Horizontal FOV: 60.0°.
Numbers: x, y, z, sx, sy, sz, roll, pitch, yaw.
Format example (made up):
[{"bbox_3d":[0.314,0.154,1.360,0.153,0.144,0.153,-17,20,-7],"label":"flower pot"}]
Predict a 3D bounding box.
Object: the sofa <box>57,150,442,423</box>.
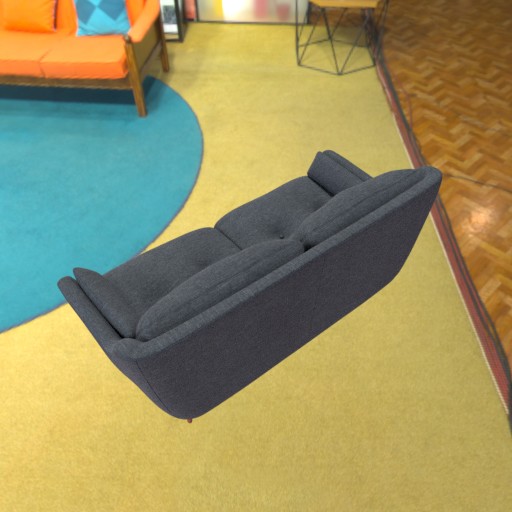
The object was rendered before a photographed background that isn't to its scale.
[{"bbox_3d":[0.000,0.000,2.486,1.929,0.896,0.975,-30,54,-25],"label":"sofa"}]
